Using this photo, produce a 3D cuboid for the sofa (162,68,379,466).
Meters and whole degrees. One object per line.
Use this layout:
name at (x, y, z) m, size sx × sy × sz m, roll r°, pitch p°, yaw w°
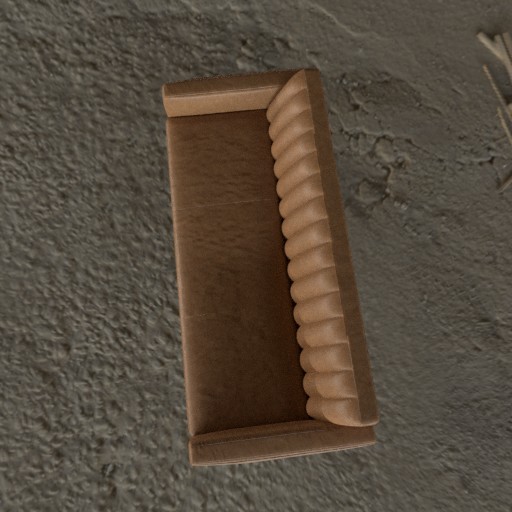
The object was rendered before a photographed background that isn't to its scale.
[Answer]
sofa at (0.000, 0.000, 2.738) m, size 0.990 × 0.821 × 2.291 m, roll -6°, pitch 76°, yaw -2°
